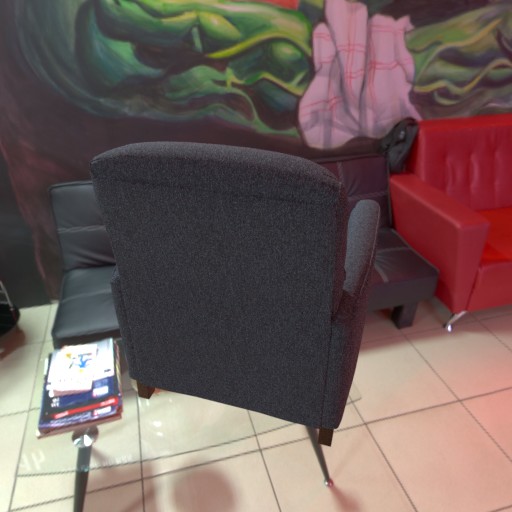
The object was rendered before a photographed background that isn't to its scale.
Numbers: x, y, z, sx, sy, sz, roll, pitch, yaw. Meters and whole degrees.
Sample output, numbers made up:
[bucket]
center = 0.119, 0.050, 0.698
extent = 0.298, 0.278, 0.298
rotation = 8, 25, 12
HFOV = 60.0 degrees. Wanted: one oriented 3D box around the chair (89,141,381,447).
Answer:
[chair]
center = 0.000, 0.000, 1.625
extent = 0.839, 1.016, 0.850
rotation = 9, 32, 15
